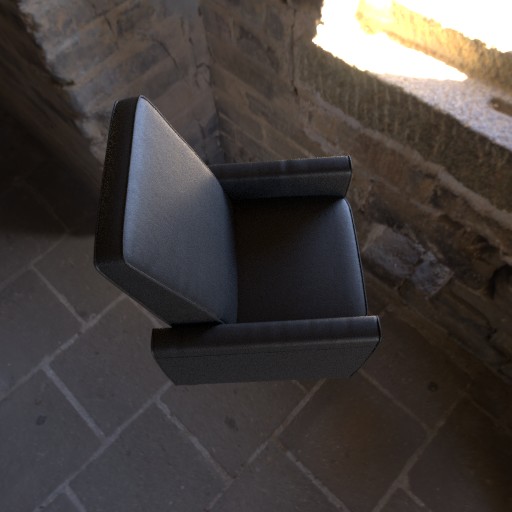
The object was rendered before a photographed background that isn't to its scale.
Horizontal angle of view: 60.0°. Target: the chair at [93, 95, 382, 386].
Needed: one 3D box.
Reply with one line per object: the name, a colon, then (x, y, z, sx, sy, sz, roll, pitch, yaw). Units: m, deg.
chair: (0.000, 0.000, 1.521, 0.746, 1.013, 0.705, -2, 63, -1)
